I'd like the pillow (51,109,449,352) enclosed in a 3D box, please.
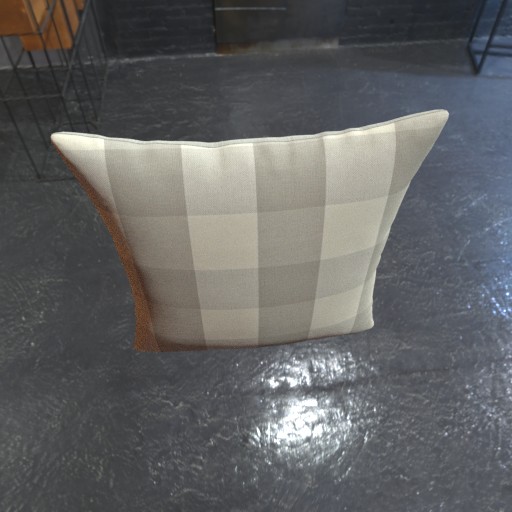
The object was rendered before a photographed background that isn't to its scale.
[{"bbox_3d":[0.000,0.000,0.751,0.511,0.509,0.161,-5,48,-4],"label":"pillow"}]
